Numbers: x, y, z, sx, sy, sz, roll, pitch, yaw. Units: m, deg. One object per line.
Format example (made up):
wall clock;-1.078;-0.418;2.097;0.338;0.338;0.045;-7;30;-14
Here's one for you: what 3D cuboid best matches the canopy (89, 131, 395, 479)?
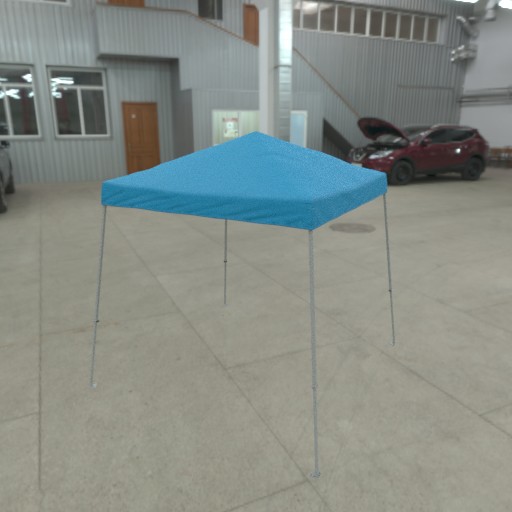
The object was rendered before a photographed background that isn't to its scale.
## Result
canopy;0.000;0.000;5.259;2.850;2.850;2.849;9;19;28
